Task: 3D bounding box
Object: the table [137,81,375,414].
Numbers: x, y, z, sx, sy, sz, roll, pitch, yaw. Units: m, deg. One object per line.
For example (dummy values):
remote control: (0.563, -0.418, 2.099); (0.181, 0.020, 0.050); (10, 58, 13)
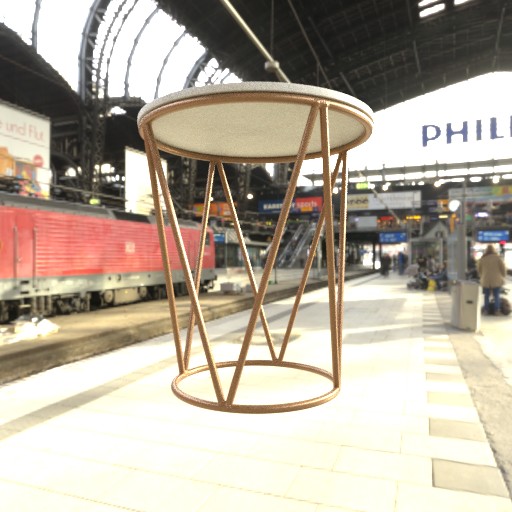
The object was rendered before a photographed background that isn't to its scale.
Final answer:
table: (0.000, 0.000, 0.967); (0.500, 0.564, 0.500); (0, 0, 0)
